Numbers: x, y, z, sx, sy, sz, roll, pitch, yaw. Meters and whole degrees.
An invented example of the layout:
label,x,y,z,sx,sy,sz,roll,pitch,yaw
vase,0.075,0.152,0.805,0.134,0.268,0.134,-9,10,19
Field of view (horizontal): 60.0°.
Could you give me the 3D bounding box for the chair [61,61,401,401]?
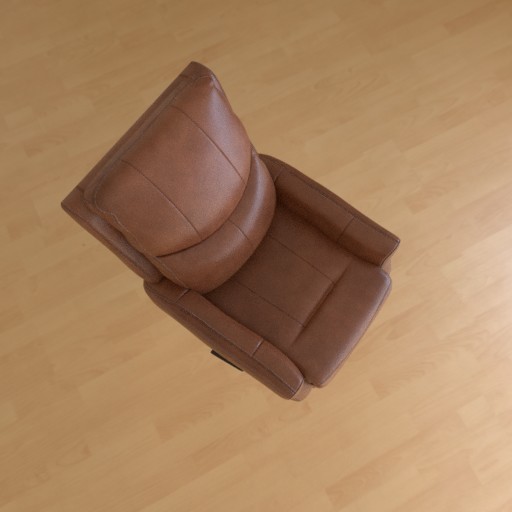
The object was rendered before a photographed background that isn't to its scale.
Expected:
label,x,y,z,sx,sy,sz,roll,pitch,yaw
chair,0.000,0.000,1.766,1.072,1.016,0.821,36,78,9
